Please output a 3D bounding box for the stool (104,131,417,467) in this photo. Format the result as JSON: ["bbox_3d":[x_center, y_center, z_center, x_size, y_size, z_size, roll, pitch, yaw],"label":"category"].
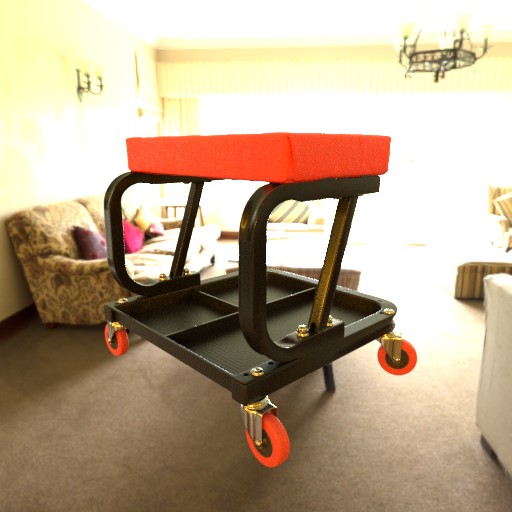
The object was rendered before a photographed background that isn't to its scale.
[{"bbox_3d":[0.000,0.000,0.725,0.371,0.380,0.446,-12,18,-41],"label":"stool"}]
